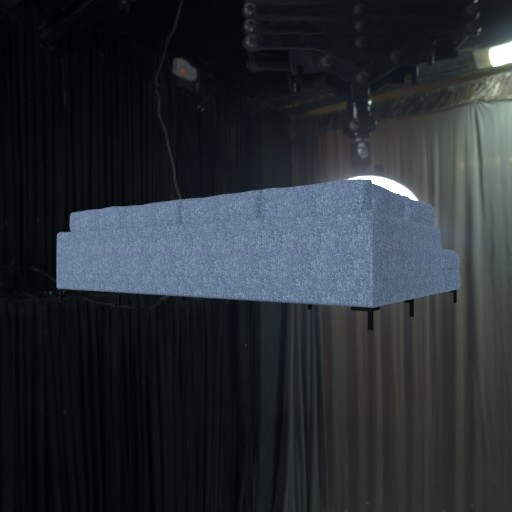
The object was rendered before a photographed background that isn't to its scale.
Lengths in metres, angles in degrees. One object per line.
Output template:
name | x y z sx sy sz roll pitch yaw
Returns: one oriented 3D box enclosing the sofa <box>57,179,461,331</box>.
sofa | 0.000 0.000 3.607 2.737 0.756 1.879 -1 -1 36
